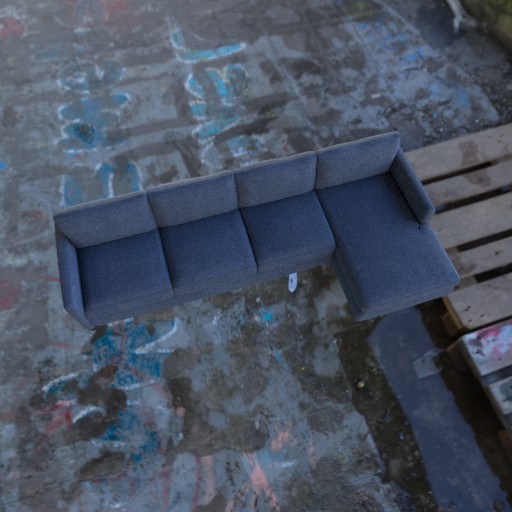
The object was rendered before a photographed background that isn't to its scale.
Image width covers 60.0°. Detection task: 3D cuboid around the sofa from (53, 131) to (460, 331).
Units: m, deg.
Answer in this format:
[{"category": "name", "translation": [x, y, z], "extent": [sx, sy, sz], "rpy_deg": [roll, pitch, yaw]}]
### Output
[{"category": "sofa", "translation": [0.000, 0.000, 3.499], "extent": [2.932, 0.810, 1.350], "rpy_deg": [-15, 64, -7]}]
